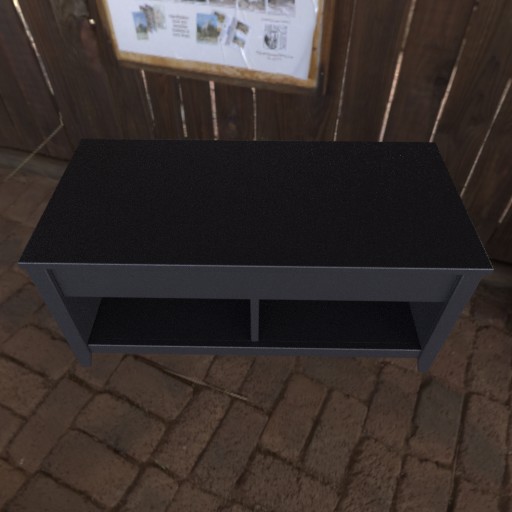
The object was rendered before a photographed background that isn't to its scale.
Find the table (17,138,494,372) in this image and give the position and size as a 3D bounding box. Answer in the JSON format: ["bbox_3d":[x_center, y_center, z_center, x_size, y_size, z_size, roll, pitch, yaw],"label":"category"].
[{"bbox_3d":[0.000,0.000,1.274,1.016,0.457,0.483,1,47,1],"label":"table"}]
